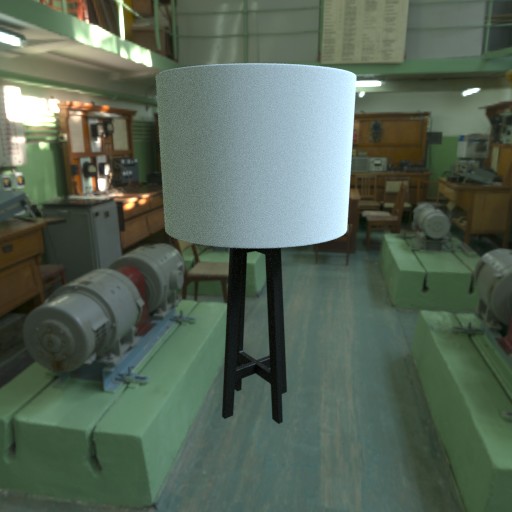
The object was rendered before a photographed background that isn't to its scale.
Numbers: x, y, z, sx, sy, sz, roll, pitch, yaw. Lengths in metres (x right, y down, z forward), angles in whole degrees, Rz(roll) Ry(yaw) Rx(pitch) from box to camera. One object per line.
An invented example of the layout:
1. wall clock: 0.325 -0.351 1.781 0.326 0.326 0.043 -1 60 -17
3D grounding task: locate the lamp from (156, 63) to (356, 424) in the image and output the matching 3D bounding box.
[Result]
1. lamp: 0.000 0.000 0.645 0.257 0.489 0.257 2 15 8
